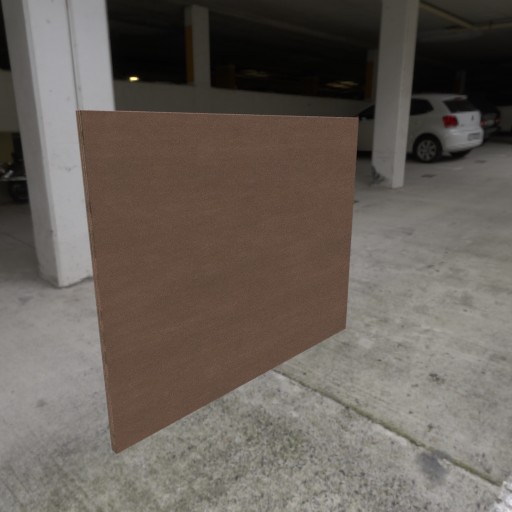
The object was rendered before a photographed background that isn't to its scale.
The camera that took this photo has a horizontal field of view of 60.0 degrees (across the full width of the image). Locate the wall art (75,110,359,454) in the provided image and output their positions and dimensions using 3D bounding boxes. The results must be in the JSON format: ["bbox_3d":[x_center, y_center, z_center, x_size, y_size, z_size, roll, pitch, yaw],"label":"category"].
[{"bbox_3d":[0.000,0.000,0.674,0.012,0.408,0.508,15,22,42],"label":"wall art"}]
